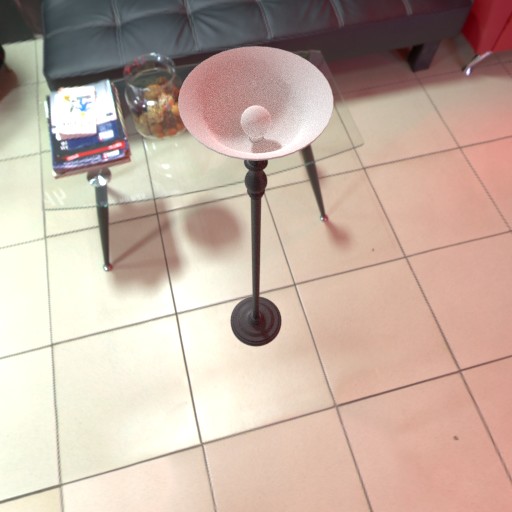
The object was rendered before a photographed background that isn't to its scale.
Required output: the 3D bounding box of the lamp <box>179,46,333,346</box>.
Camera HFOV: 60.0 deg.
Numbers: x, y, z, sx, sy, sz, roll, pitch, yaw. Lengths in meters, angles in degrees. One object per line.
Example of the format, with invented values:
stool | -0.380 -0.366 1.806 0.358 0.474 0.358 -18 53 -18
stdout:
lamp | 0.000 0.000 1.958 0.405 1.797 0.405 16 64 8
